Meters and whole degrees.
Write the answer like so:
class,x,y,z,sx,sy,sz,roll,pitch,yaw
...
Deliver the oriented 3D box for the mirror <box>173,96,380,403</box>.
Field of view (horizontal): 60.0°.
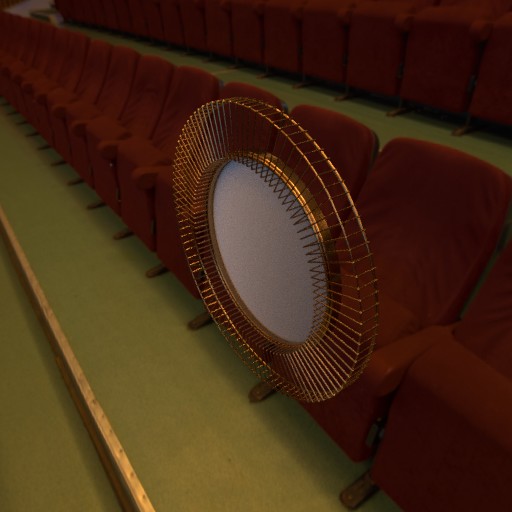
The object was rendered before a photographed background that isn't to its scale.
class,x,y,z,sx,sy,sz,roll,pitch,yaw
mirror,0.000,0.000,1.035,0.067,0.703,0.703,-22,39,-30
